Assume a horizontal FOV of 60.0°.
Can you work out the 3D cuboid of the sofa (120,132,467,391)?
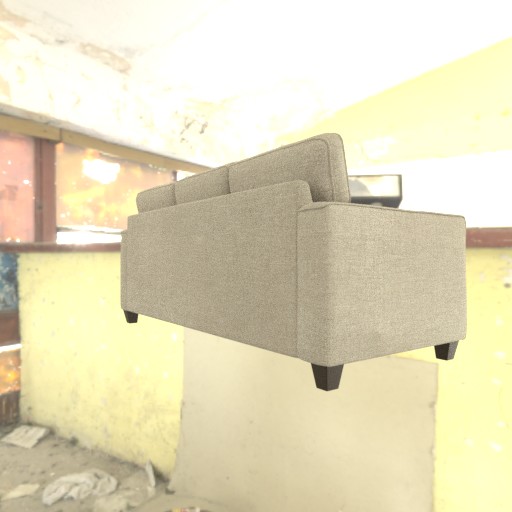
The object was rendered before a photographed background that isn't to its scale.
[{"bbox_3d":[0.000,0.000,2.640,0.939,0.965,2.133,0,0,-36],"label":"sofa"}]
